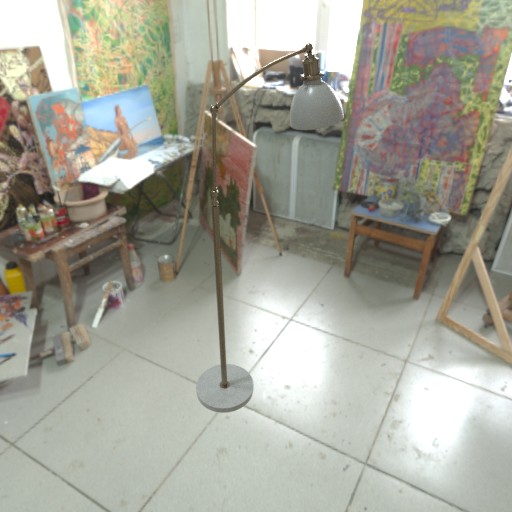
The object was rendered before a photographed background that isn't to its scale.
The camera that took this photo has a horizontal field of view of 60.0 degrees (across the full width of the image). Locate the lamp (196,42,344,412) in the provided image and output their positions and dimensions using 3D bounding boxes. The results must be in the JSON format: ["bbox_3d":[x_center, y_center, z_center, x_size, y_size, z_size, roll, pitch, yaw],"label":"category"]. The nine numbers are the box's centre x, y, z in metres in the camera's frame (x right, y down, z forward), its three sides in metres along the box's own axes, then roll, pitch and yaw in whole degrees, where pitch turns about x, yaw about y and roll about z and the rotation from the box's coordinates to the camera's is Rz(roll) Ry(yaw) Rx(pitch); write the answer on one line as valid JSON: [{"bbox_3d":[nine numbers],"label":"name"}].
[{"bbox_3d":[0.000,0.000,1.817,0.599,1.586,0.288,0,32,0],"label":"lamp"}]
